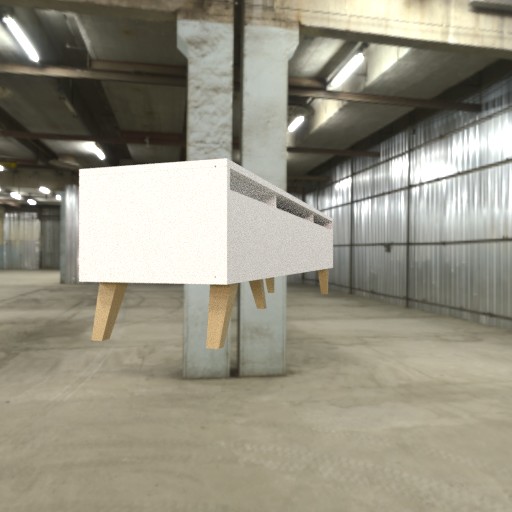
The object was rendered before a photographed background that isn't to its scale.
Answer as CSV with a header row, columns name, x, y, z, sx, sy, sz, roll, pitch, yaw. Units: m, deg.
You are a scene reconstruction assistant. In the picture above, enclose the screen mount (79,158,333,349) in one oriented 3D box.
name,x,y,z,sx,sy,sz,roll,pitch,yaw
screen mount,0.000,0.000,1.832,0.399,0.432,1.644,0,0,18
